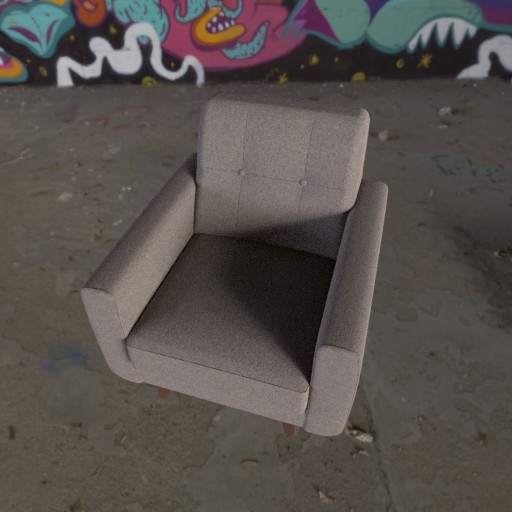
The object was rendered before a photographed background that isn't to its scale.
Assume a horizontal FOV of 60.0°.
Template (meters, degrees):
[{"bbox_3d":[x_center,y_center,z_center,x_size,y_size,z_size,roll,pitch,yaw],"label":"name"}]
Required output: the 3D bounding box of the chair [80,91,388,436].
[{"bbox_3d":[0.000,0.000,1.576,0.831,0.839,0.907,12,43,13],"label":"chair"}]
